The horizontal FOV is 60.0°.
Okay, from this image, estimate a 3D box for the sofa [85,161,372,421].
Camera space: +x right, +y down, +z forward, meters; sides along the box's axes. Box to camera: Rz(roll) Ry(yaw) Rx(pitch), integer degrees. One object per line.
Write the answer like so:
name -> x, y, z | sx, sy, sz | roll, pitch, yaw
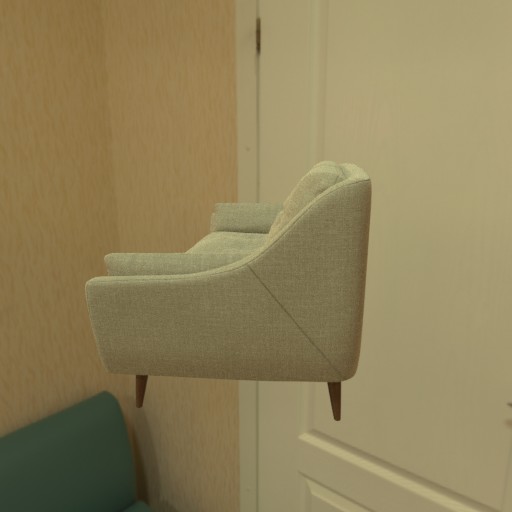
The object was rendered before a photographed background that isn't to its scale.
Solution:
sofa -> 0.000, 0.000, 2.179 | 0.965, 0.888, 1.652 | 2, 14, 9
